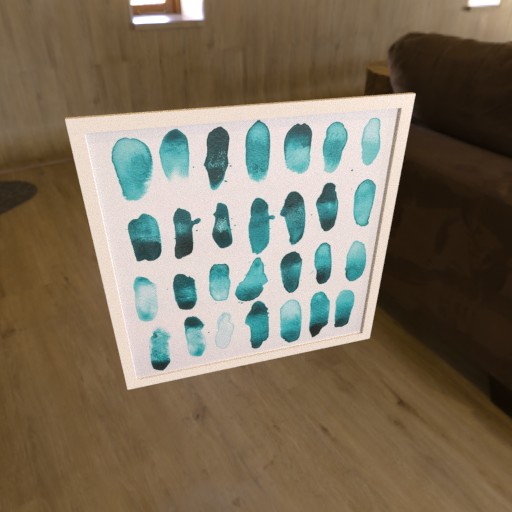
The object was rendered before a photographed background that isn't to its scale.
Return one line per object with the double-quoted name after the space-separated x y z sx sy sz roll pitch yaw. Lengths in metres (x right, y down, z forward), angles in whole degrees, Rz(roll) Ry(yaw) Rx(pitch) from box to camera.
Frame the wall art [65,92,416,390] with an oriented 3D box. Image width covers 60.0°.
0.000 0.000 0.839 0.558 0.559 0.009 -9 34 -13 "wall art"
